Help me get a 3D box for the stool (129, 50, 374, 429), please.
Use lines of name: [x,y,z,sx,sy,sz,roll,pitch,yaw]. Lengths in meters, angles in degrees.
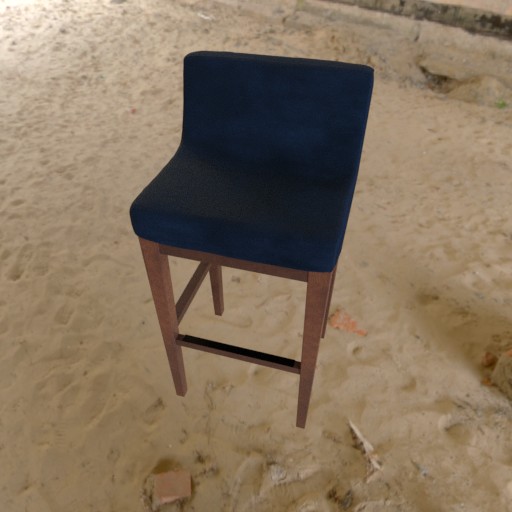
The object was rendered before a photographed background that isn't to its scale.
stool: [0.000,0.000,1.345,0.511,1.037,0.500,11,42,12]
